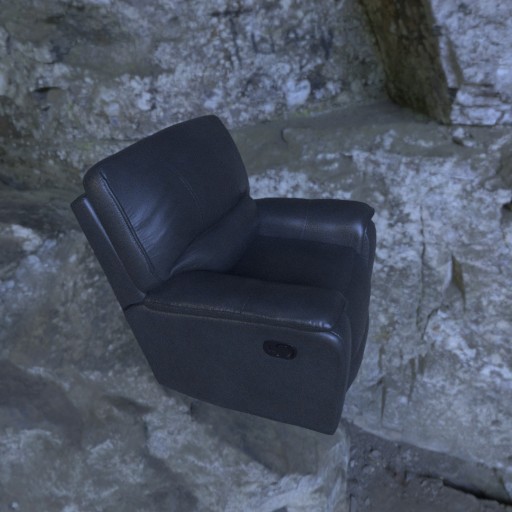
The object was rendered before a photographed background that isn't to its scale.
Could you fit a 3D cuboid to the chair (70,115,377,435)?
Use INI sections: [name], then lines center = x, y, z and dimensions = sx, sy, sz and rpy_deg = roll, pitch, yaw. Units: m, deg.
[chair]
center = 0.000, 0.000, 2.048
dimensions = 1.087, 1.109, 1.096
rpy_deg = 10, 31, 17
